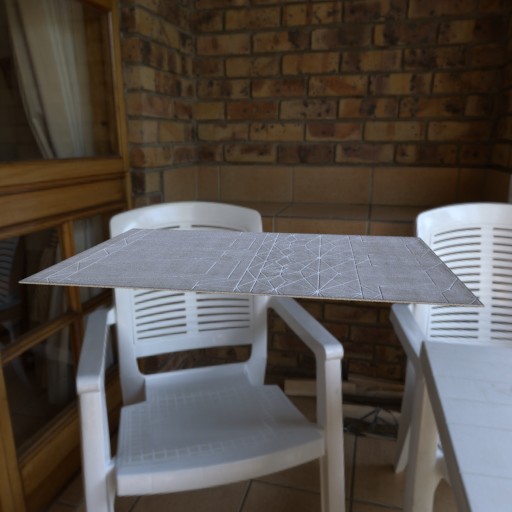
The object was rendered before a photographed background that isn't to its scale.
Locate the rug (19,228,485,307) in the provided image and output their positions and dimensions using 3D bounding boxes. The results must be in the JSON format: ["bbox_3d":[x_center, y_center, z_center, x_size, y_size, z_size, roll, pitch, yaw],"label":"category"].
[{"bbox_3d":[0.000,0.000,3.015,2.438,0.012,1.524,2,15,8],"label":"rug"}]
